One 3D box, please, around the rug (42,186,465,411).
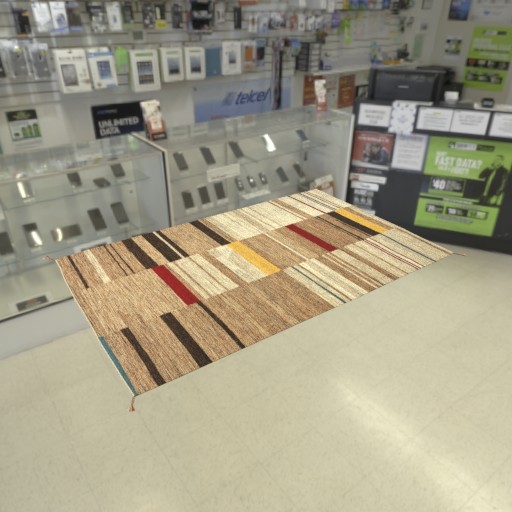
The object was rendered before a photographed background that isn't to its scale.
[{"bbox_3d":[0.000,0.000,2.372,1.918,0.007,1.268,-19,35,-29],"label":"rug"}]
